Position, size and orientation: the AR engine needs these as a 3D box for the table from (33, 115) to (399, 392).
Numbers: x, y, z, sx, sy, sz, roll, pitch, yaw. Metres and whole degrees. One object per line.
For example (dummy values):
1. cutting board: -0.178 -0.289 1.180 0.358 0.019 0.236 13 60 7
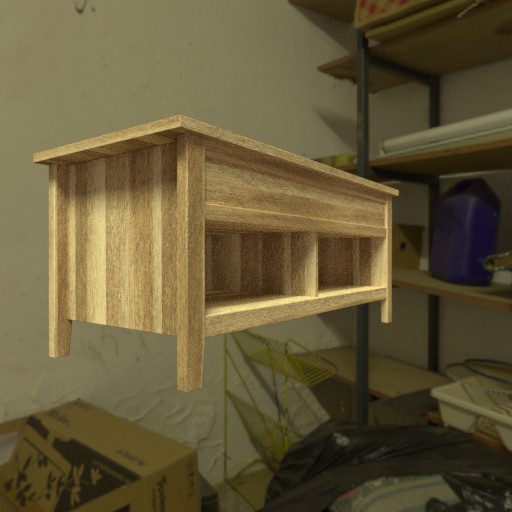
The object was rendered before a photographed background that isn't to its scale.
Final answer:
1. table: 0.000 0.000 1.335 0.493 0.480 1.095 0 0 37
